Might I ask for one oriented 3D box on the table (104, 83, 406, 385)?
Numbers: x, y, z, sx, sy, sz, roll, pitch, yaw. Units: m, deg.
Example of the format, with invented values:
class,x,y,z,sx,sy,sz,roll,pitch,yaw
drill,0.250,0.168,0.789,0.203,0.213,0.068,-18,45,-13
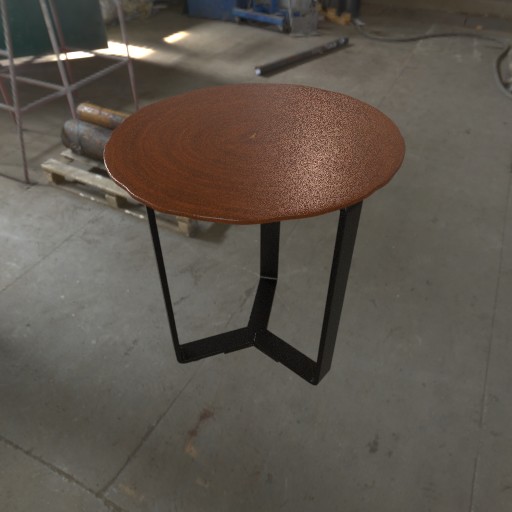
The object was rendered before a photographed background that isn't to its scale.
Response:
class,x,y,z,sx,sy,sz,roll,pitch,yaw
table,0.000,0.000,0.765,0.410,0.450,0.380,-13,44,-14
